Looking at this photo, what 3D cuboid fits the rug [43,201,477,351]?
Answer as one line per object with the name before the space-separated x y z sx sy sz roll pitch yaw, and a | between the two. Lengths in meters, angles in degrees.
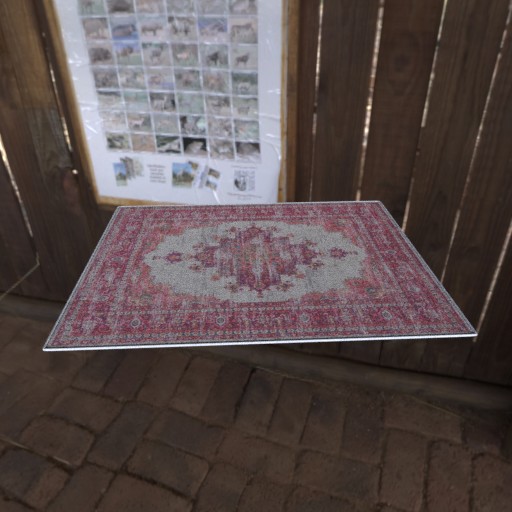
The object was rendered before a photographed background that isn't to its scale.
rug | 0.000 0.000 4.214 3.123 0.017 2.447 -1 31 -3
